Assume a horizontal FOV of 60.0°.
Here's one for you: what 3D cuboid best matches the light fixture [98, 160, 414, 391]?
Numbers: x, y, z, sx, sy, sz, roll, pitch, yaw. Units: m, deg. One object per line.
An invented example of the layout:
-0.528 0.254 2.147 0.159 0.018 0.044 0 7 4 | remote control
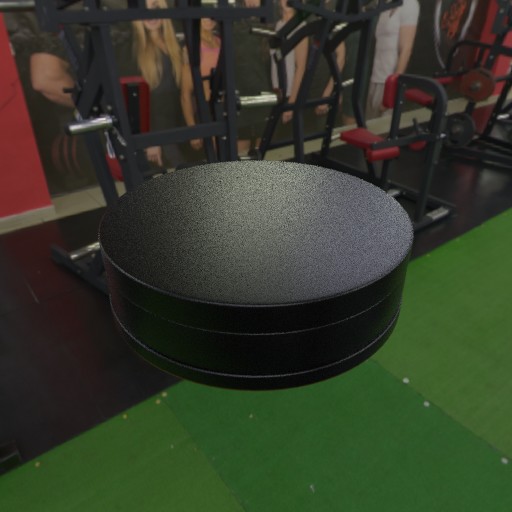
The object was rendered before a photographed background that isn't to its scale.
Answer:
0.000 0.000 0.436 0.283 0.097 0.283 0 32 0 | light fixture
